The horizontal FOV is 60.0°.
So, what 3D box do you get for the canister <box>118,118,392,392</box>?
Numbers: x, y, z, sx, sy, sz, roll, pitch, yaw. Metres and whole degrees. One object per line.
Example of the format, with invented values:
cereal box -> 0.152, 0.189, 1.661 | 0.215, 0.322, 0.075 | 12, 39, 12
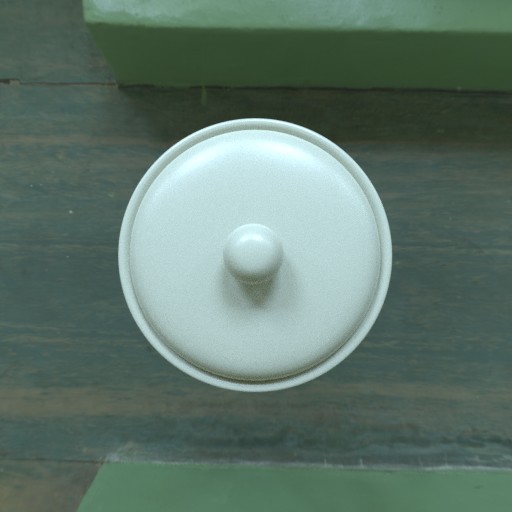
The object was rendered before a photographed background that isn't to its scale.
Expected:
canister -> 0.000, 0.000, 0.351 | 0.181, 0.211, 0.181 | 0, 89, 1
